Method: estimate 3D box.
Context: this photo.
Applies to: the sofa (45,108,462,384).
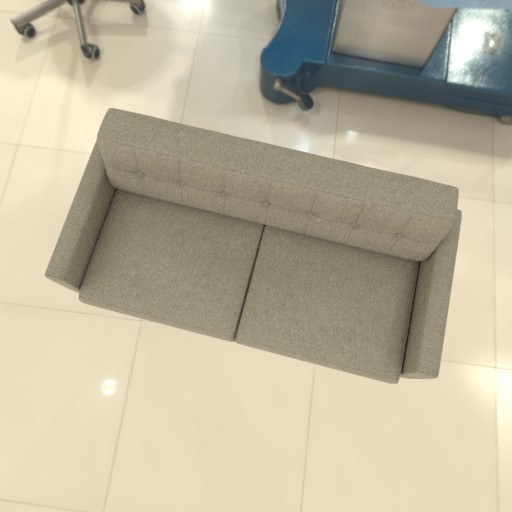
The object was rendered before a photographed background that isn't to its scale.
[{"bbox_3d":[0.000,0.000,2.481,2.055,0.873,0.968,14,75,4],"label":"sofa"}]
